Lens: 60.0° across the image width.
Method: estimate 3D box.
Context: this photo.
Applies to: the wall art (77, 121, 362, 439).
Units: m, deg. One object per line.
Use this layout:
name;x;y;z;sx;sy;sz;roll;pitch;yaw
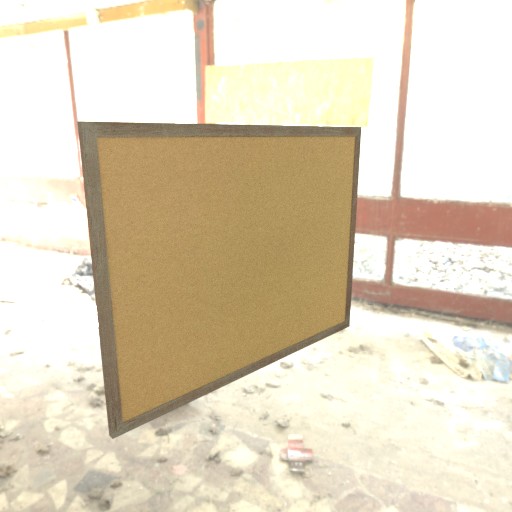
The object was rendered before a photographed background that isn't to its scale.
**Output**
wall art;0.000;0.000;1.364;1.012;0.774;0.019;-14;20;-41
